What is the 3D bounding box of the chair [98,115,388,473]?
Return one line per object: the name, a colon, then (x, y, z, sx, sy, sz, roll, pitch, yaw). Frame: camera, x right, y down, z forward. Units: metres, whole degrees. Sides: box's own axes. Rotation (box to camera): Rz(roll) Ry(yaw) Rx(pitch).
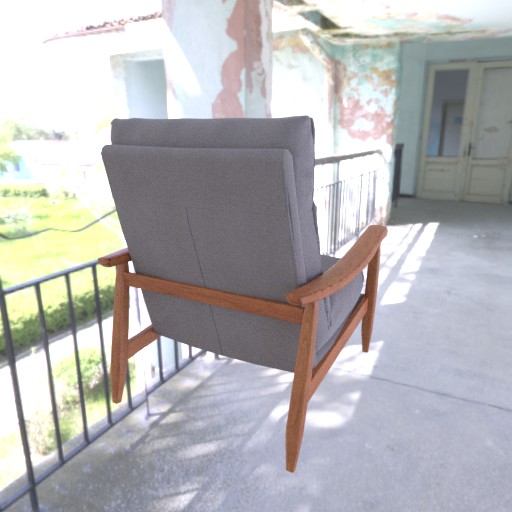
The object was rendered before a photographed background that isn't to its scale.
chair: (0.000, 0.000, 1.552, 0.782, 0.922, 0.816, 9, 19, 27)
